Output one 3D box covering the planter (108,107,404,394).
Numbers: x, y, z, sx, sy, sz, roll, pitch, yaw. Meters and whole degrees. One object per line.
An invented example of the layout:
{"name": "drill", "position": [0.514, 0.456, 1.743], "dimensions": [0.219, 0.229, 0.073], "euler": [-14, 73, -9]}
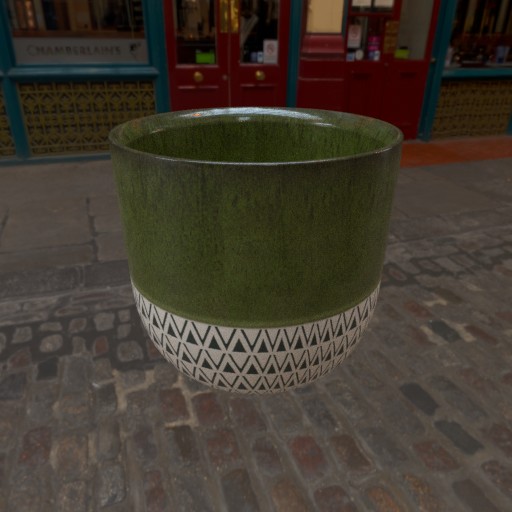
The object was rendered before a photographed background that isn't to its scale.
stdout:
{"name": "planter", "position": [0.000, 0.000, 0.475], "dimensions": [0.266, 0.270, 0.266], "euler": [0, 26, 0]}
